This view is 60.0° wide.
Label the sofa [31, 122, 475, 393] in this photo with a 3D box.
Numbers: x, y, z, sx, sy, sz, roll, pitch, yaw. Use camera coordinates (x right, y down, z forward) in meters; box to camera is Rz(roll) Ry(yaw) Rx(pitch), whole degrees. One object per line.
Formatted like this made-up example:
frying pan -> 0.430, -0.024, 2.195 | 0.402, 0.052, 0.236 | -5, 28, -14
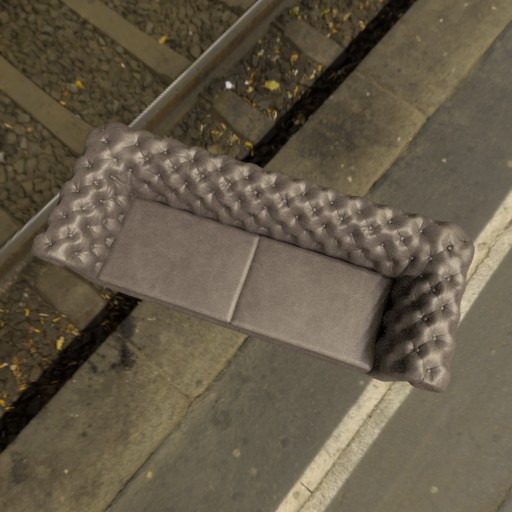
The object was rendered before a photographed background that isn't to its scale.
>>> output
sofa -> 0.000, 0.000, 2.773 | 2.385, 0.783, 0.944 | 18, 75, 5
